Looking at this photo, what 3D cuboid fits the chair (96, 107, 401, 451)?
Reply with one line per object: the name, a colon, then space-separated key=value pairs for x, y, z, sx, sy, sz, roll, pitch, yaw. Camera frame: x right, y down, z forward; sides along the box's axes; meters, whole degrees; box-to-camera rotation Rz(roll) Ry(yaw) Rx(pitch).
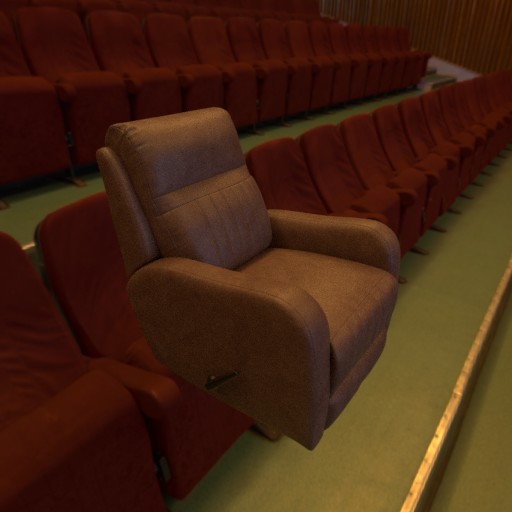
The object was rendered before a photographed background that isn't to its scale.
chair: x=0.000 y=0.000 z=1.838 sx=1.067 sy=1.067 sz=0.865 roll=17 pitch=31 yaw=31
